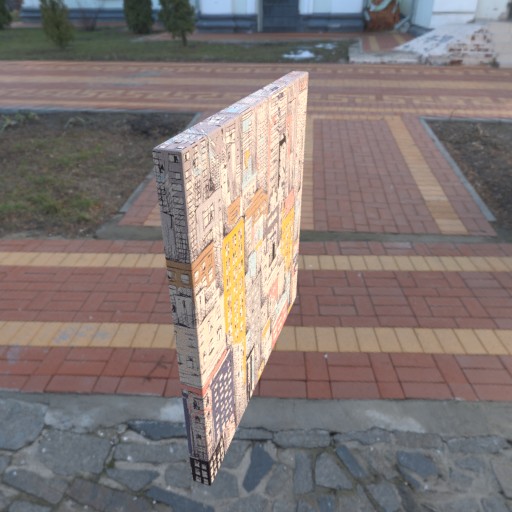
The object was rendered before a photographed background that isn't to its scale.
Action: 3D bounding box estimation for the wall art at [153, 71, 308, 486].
[{"bbox_3d":[0.000,0.000,1.109,0.048,0.762,0.761,10,32,16],"label":"wall art"}]
